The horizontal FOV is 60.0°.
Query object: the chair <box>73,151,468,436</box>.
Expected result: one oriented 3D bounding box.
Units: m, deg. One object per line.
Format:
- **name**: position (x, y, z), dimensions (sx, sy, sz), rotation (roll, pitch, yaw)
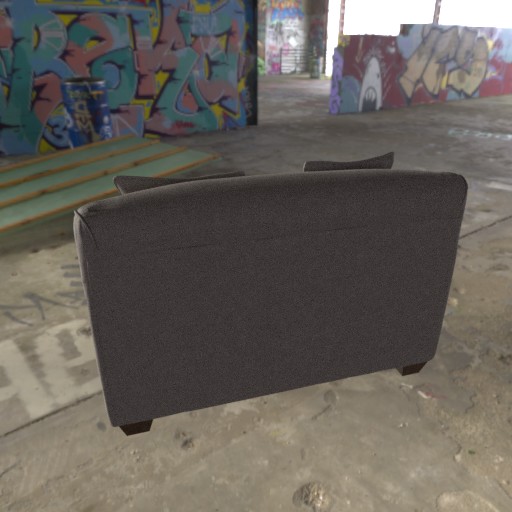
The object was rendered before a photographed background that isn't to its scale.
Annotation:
- **chair**: position (0.000, 0.000, 2.020), dimensions (1.395, 0.953, 0.992), rotation (-7, 27, -15)
